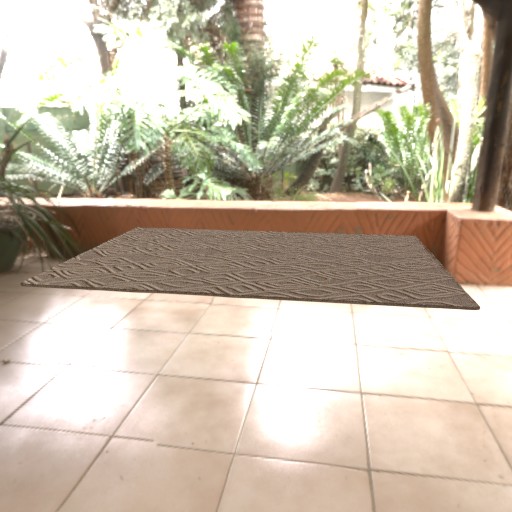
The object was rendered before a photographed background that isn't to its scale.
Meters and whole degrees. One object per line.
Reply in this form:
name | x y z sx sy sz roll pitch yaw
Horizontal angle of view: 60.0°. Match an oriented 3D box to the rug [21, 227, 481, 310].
rug | 0.000 0.000 2.312 1.832 0.016 1.224 2 15 8
